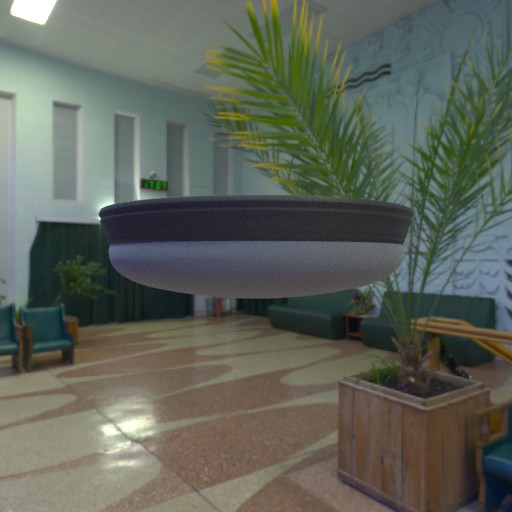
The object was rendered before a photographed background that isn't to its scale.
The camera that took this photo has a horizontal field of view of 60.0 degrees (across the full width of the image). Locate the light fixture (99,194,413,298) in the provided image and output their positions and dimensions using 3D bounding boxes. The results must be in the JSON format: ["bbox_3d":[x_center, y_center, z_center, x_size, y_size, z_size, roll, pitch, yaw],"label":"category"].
[{"bbox_3d":[0.000,0.000,0.549,0.368,0.100,0.368,0,0,0],"label":"light fixture"}]
